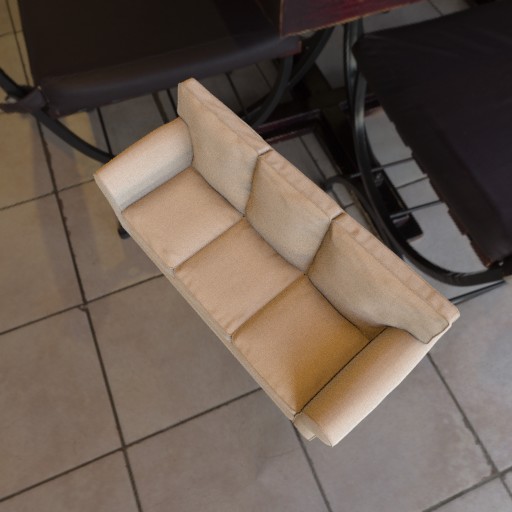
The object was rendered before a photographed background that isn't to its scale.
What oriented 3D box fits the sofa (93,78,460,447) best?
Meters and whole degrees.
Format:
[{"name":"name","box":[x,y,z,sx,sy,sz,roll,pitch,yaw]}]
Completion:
[{"name":"sofa","box":[0.000,0.000,2.645,0.916,0.961,2.084,-38,69,-17]}]
